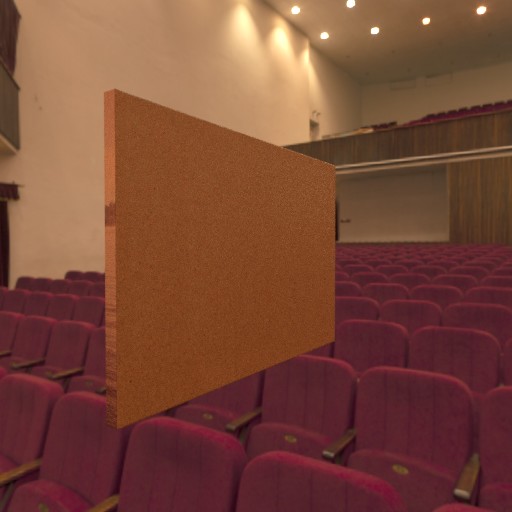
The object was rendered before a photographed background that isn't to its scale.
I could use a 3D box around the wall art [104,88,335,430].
[{"bbox_3d":[0.000,0.000,0.788,0.021,0.410,0.615,1,1,35],"label":"wall art"}]
